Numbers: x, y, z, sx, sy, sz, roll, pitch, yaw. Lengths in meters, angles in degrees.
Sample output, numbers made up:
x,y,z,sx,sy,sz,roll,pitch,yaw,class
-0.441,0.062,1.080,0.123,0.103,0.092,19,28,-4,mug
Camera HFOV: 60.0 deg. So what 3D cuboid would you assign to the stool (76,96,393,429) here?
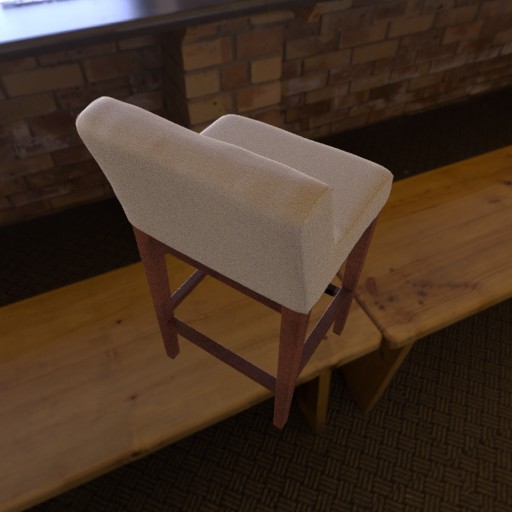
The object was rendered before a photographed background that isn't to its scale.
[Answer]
x,y,z,sx,sy,sz,roll,pitch,yaw,class
0.000,0.000,1.199,0.511,0.937,0.500,26,53,22,stool
